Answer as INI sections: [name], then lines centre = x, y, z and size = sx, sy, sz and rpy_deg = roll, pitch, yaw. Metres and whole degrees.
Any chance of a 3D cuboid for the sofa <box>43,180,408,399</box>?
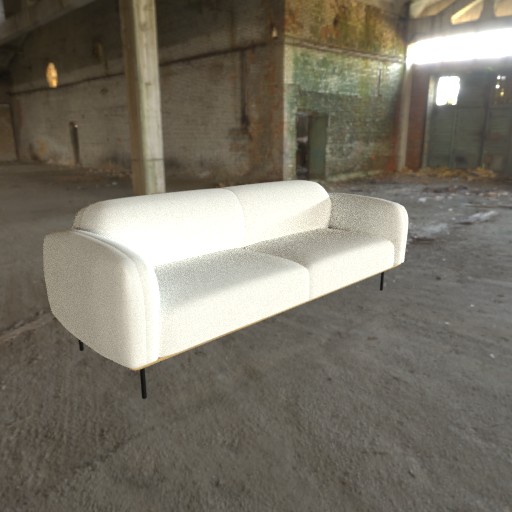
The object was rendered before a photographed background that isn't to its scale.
[sofa]
centre = 0.000, 0.000, 2.702
size = 2.280, 0.780, 0.870
rpy_deg = -14, 21, -43
